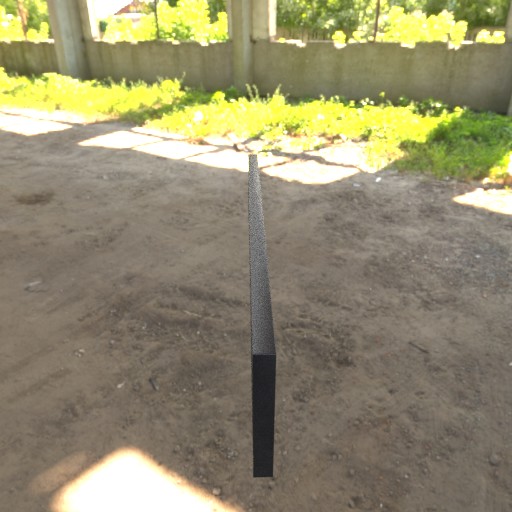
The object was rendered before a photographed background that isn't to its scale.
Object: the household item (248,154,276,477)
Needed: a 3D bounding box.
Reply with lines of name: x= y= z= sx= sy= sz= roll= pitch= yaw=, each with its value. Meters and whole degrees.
household item: x=0.000 y=0.000 z=1.058 sx=0.030 sy=0.236 sz=1.001 roll=-1 pitch=27 yaw=-1
